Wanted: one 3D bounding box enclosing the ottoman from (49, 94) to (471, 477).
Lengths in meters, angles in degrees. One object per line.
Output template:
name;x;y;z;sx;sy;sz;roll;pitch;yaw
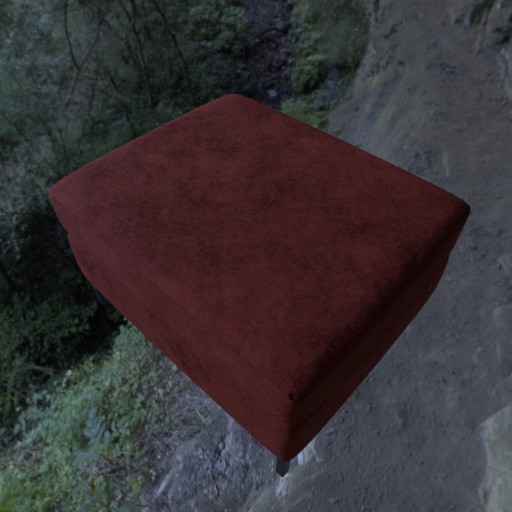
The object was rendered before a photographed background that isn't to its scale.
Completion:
ottoman;0.000;0.000;1.156;0.782;0.462;0.650;34;56;27
